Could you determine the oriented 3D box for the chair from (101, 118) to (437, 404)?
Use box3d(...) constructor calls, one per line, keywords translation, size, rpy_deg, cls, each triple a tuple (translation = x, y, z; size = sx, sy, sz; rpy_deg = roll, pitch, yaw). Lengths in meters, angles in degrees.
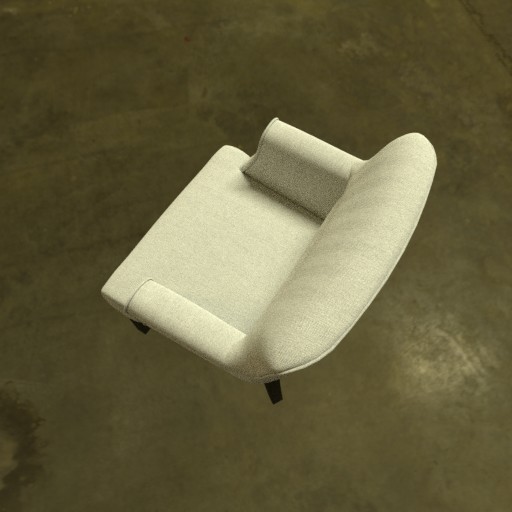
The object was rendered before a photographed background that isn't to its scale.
box3d(translation=(0.000, 0.000, 1.413), size=(0.750, 0.875, 0.781), rpy_deg=(29, 67, 14), cls="chair")
